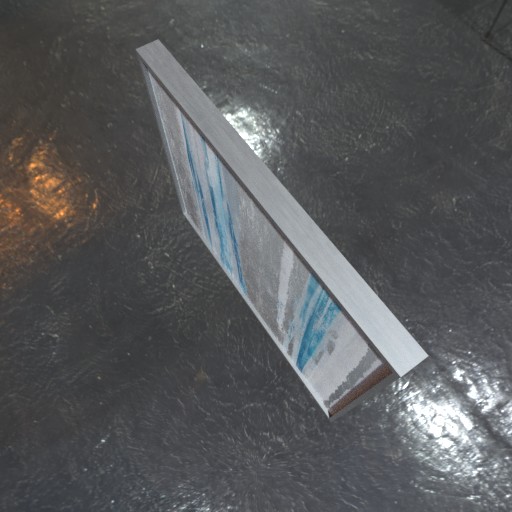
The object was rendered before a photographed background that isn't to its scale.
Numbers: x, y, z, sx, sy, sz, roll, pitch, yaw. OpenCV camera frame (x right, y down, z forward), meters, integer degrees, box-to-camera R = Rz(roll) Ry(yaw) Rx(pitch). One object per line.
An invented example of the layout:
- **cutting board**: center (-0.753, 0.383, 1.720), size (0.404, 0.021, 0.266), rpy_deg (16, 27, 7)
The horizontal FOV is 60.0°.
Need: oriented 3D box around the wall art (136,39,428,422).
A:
- **wall art**: center (0.000, 0.000, 0.741), size (0.037, 0.450, 0.557), rpy_deg (-32, 68, -14)
